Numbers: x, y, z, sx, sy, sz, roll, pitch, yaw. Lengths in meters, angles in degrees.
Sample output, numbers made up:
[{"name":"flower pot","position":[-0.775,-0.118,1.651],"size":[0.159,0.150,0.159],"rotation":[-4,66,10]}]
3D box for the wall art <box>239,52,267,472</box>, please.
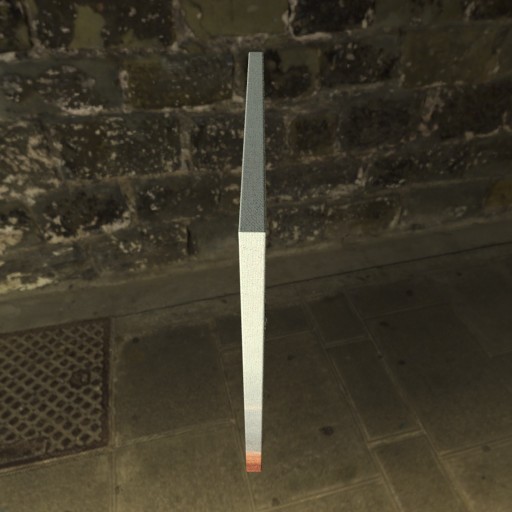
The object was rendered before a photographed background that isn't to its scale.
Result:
[{"name":"wall art","position":[0.000,0.000,0.902],"size":[0.034,0.605,0.605],"rotation":[0,42,0]}]
